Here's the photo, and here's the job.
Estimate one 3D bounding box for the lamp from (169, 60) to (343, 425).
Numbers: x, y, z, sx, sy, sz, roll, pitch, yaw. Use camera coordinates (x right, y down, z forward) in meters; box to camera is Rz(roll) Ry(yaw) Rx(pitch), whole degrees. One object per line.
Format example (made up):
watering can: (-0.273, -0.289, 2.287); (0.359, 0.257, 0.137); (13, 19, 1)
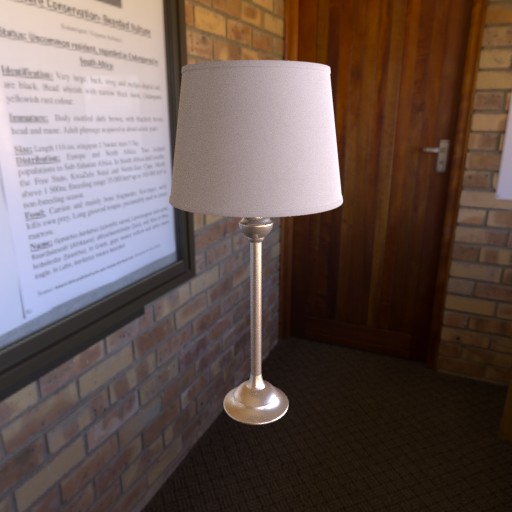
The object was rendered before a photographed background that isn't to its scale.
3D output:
lamp: (0.000, 0.000, 0.894); (0.331, 0.698, 0.331); (0, 18, 0)
